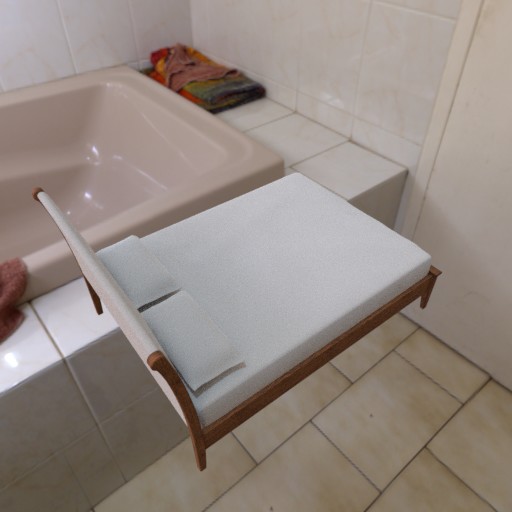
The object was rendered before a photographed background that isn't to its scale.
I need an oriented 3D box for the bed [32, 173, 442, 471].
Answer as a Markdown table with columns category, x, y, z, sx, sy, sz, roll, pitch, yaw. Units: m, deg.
| category | x | y | z | sx | sy | sz | roll | pitch | yaw |
| --- | --- | --- | --- | --- | --- | --- | --- | --- | --- |
| bed | 0.000 | 0.000 | 2.922 | 2.108 | 1.135 | 1.502 | -27 | 48 | -27 |
